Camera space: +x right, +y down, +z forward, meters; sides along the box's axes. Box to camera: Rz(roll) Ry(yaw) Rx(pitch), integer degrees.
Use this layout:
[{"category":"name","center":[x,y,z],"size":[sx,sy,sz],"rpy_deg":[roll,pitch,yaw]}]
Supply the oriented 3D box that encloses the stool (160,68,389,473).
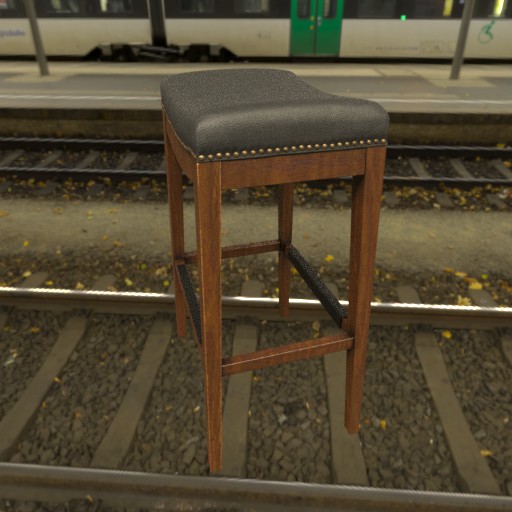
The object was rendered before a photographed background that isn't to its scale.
[{"category":"stool","center":[0.000,0.000,1.035],"size":[0.361,0.765,0.500],"rpy_deg":[-9,31,-15]}]
